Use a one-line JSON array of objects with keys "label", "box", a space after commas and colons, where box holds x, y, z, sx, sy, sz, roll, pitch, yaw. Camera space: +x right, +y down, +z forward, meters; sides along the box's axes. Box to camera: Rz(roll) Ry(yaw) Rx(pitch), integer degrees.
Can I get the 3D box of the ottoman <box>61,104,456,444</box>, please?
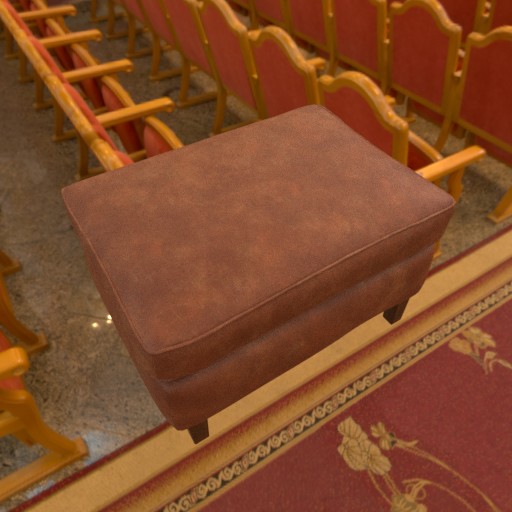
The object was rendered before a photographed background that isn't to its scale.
[{"label": "ottoman", "box": [0.000, 0.000, 0.997, 0.665, 0.418, 0.501, -25, 52, -21]}]
